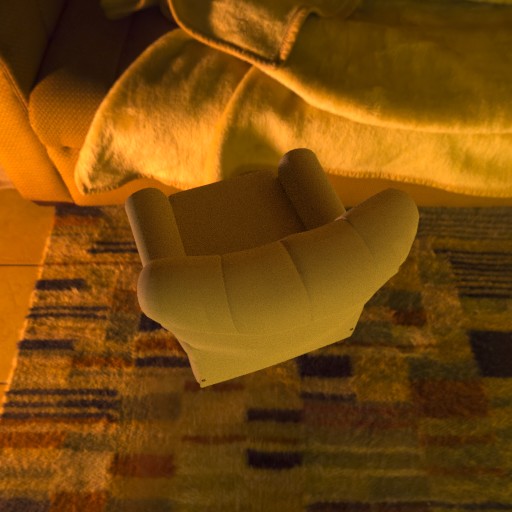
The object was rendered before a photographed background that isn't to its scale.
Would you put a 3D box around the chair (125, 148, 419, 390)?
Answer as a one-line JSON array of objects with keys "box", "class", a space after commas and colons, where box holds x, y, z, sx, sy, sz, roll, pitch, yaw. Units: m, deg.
[{"box": [0.000, 0.000, 2.057, 1.035, 1.169, 1.132, -17, 59, -10], "class": "chair"}]
